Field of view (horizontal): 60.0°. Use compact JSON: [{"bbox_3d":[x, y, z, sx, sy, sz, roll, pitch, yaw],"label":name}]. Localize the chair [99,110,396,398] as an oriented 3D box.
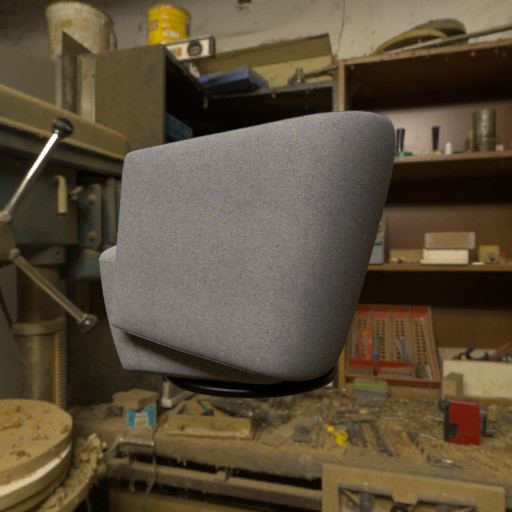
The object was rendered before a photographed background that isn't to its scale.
[{"bbox_3d":[0.000,0.000,1.642,0.986,0.861,0.822,0,0,17],"label":"chair"}]
